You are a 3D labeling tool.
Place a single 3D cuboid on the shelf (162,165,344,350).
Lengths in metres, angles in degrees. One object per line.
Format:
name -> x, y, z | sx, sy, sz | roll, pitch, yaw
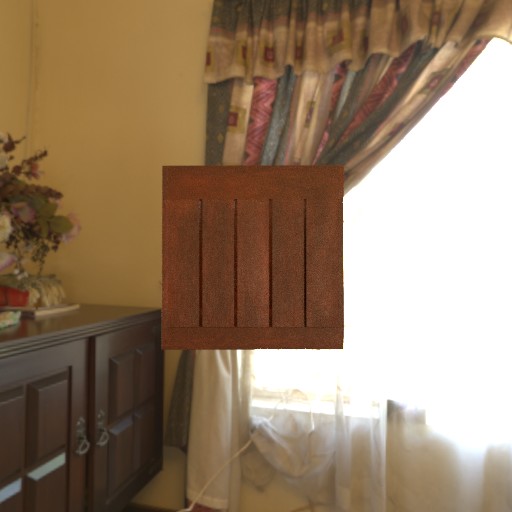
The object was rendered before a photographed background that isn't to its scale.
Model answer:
shelf -> 0.000, 0.000, 1.234 | 0.393, 0.311, 1.064 | 0, -1, 1
